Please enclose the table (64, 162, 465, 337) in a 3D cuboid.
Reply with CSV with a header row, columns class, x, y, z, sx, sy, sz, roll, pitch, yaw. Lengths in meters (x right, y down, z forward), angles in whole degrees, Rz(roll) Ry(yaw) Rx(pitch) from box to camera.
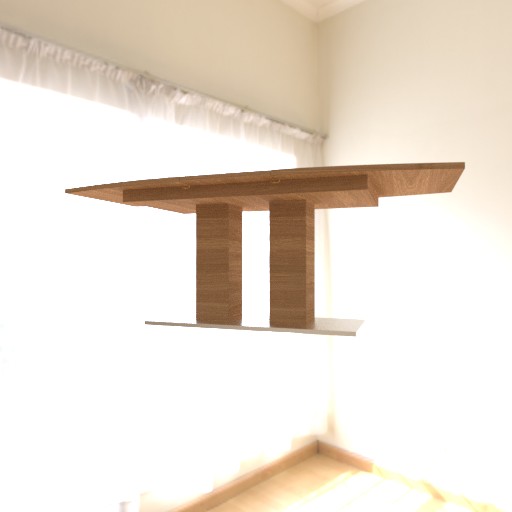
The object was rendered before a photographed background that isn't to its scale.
class,x,y,z,sx,sy,sz,roll,pitch,yaw
table,0.000,0.000,2.446,2.032,0.750,0.900,0,-1,19
